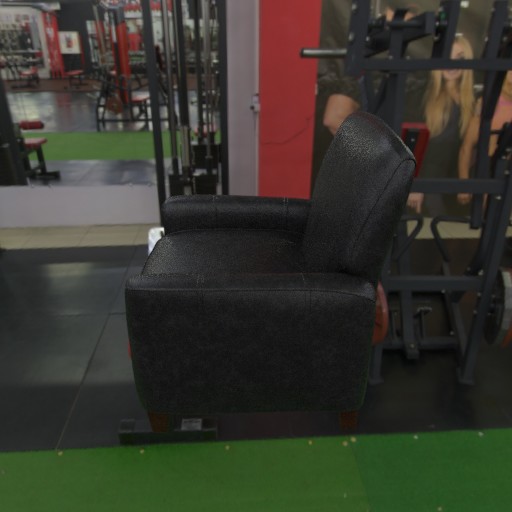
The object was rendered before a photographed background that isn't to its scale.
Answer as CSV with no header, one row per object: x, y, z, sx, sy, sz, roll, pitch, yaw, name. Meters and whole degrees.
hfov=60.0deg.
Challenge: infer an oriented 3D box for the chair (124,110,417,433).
0.000,0.000,1.674,0.864,1.014,0.848,-1,27,-1,chair
